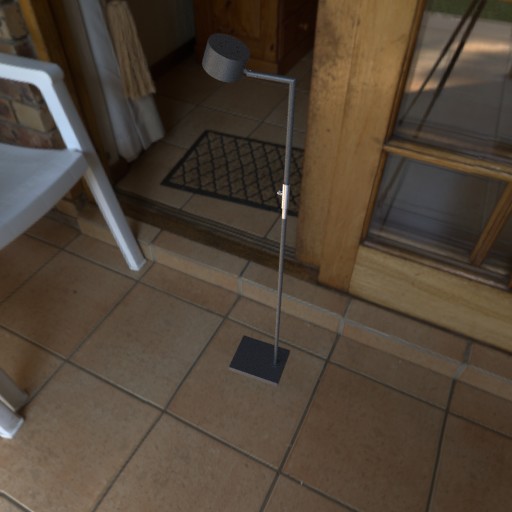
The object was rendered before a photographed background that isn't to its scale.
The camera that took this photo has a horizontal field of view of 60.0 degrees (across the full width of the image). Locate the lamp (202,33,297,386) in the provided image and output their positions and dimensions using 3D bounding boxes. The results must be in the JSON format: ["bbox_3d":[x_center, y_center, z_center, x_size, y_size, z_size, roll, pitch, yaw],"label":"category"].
[{"bbox_3d":[0.000,0.000,1.721,0.304,1.600,0.203,15,49,14],"label":"lamp"}]
